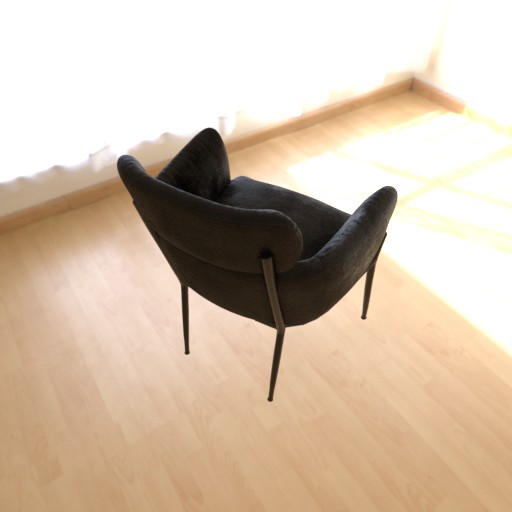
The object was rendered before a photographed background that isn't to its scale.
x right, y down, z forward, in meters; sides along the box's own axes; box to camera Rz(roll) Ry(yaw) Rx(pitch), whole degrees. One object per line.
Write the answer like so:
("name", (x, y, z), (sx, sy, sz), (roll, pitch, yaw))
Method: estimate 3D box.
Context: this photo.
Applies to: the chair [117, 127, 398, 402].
("chair", (0.000, 0.000, 1.299), (0.640, 0.818, 0.604), (23, 49, 22))
